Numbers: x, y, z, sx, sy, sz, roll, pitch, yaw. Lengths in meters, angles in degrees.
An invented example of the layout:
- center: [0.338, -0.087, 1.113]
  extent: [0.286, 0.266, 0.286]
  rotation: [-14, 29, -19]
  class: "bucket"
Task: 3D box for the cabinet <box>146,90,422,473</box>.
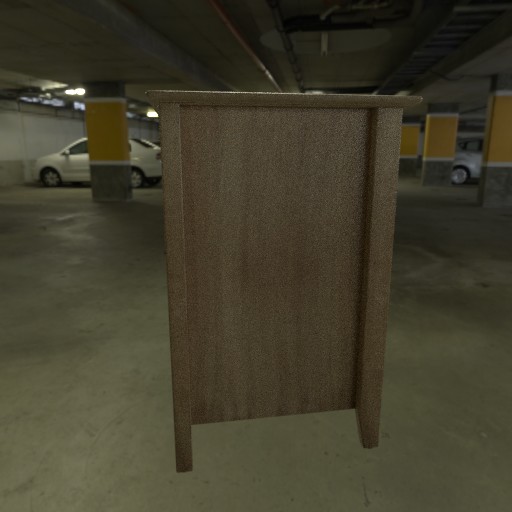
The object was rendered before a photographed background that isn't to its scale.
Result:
- center: [0.000, 0.000, 1.226]
  extent: [0.503, 0.762, 0.763]
  rotation: [-2, 14, -9]
  class: "cabinet"
